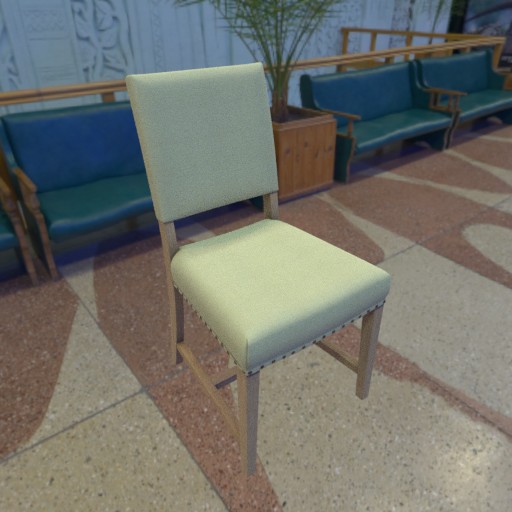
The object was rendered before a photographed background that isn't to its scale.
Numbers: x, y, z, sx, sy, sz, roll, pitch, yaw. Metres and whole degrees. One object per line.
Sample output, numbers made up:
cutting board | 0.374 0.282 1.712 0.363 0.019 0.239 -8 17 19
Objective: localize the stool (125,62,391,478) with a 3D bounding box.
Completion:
stool | 0.000 0.000 1.326 0.508 0.986 0.623 -20 36 -30
